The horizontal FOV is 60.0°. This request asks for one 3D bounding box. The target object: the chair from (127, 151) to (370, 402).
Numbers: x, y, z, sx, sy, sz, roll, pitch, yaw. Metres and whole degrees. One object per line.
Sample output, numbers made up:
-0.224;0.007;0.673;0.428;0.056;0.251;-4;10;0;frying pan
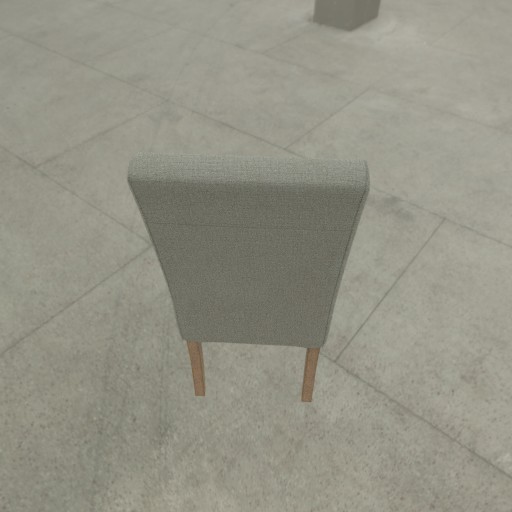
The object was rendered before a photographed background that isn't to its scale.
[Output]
0.000;0.000;1.337;0.450;1.033;0.611;2;46;2;chair
